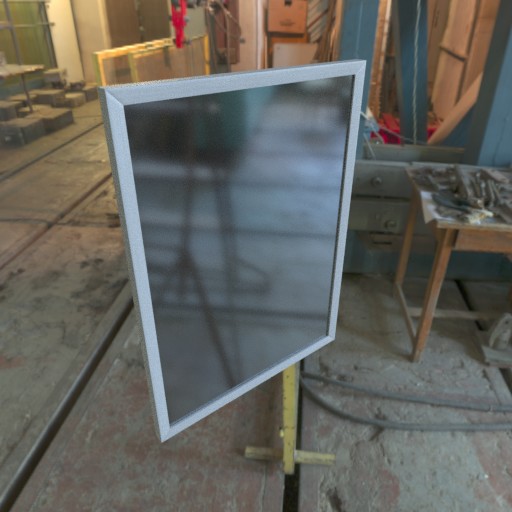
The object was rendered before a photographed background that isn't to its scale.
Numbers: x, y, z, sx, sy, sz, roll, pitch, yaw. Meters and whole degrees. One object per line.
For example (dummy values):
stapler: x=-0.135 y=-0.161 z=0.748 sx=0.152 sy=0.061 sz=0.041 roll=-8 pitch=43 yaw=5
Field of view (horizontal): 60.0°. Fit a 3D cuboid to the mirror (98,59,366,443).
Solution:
mirror: x=0.000 y=0.000 z=1.308 sx=0.762 sy=1.016 sz=0.040 roll=-22 pitch=36 yaw=-33
